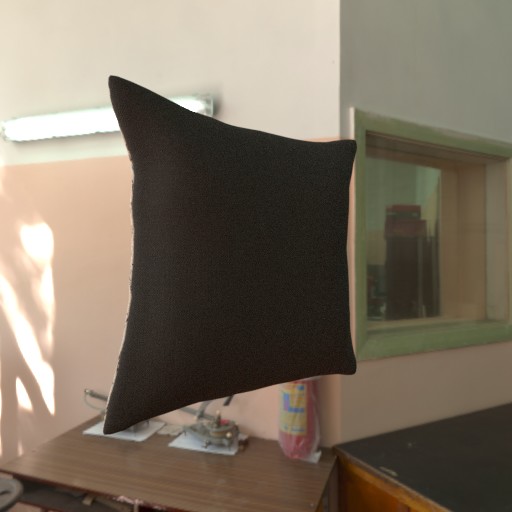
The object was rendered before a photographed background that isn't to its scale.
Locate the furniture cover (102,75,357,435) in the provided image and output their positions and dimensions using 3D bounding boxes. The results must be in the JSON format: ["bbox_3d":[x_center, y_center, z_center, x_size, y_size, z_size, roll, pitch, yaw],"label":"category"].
[{"bbox_3d":[0.000,0.000,0.769,0.525,0.498,0.180,1,-1,-37],"label":"furniture cover"}]
